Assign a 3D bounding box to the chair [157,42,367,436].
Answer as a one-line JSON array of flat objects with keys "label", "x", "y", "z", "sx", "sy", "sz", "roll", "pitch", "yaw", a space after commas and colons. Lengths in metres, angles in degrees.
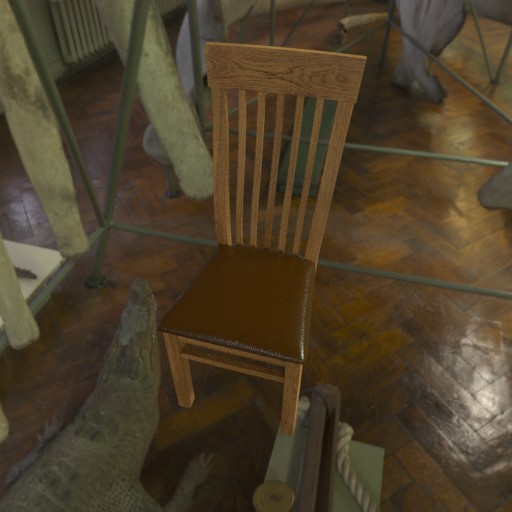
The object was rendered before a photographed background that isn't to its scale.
[{"label": "chair", "x": 0.000, "y": 0.000, "z": 1.366, "sx": 0.450, "sy": 1.050, "sz": 0.580, "roll": 11, "pitch": 43, "yaw": 12}]
